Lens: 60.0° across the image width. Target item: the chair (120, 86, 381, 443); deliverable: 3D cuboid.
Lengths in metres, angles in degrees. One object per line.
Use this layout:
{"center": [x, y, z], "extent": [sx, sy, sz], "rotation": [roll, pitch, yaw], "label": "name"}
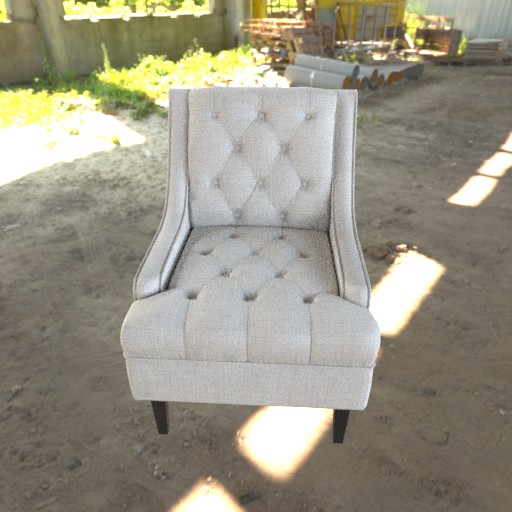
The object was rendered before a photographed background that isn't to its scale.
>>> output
{"center": [0.000, 0.000, 1.373], "extent": [0.658, 0.891, 0.772], "rotation": [2, 29, 3], "label": "chair"}
